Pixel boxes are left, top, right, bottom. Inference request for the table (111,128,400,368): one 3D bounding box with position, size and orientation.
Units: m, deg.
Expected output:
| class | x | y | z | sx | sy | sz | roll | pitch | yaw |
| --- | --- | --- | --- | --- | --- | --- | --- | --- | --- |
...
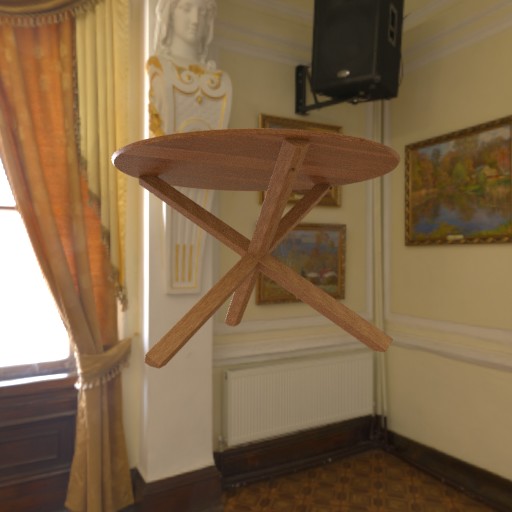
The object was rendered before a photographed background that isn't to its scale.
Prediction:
| class | x | y | z | sx | sy | sz | roll | pitch | yaw |
| --- | --- | --- | --- | --- | --- | --- | --- | --- | --- |
| table | 0.000 | 0.000 | 1.674 | 1.038 | 0.666 | 1.038 | 0 | 0 | 0 |
